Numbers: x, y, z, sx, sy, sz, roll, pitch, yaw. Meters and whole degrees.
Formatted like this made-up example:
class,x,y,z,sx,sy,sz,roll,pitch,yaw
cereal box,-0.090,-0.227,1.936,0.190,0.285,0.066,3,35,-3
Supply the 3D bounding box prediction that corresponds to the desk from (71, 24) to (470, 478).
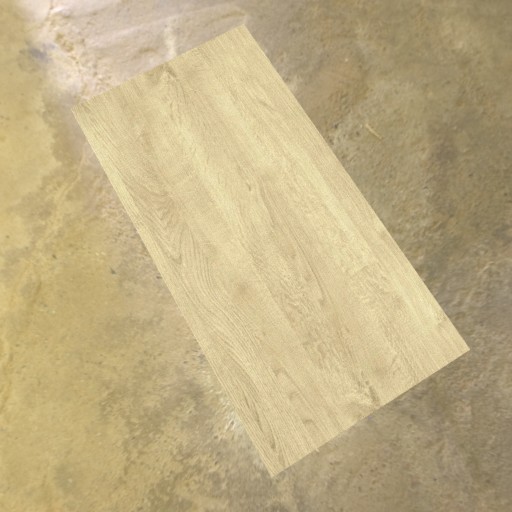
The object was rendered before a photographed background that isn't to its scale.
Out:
class,x,y,z,sx,sy,sz,roll,pitch,yaw
desk,0.000,0.000,1.512,0.560,0.735,1.097,-30,77,-7
